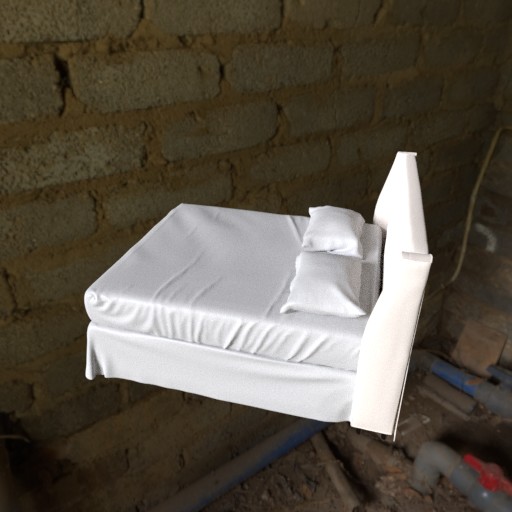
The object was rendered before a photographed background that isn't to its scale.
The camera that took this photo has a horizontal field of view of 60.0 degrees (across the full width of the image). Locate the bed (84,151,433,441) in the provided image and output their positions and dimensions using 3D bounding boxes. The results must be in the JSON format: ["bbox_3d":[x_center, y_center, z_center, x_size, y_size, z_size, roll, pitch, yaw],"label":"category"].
[{"bbox_3d":[0.000,0.000,3.465,2.276,1.332,1.925,8,30,13],"label":"bed"}]
